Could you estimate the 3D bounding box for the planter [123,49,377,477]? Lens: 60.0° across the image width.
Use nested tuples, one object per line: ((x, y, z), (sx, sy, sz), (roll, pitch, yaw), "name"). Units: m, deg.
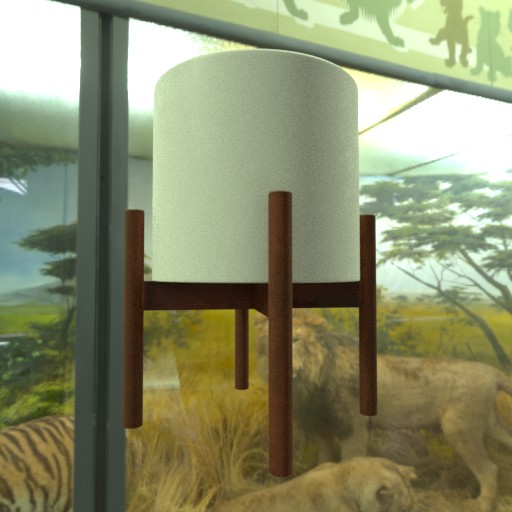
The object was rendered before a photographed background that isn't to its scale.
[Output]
((0.000, 0.000, 0.491), (0.224, 0.358, 0.224), (-1, -2, 36), "planter")
